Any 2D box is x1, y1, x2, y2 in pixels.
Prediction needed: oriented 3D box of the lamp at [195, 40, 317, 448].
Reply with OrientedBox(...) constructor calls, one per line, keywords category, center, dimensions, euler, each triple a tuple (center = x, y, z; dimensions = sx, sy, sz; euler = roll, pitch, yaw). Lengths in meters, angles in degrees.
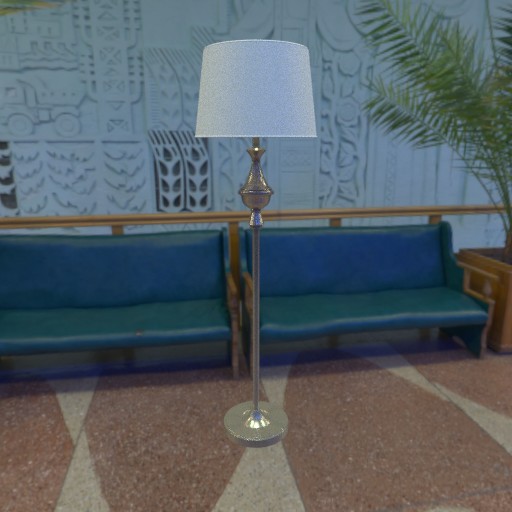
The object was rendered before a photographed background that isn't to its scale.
OrientedBox(category="lamp", center=(0.000, 0.000, 1.682), dimensions=(0.431, 1.488, 0.431), euler=(0, 15, 0))
